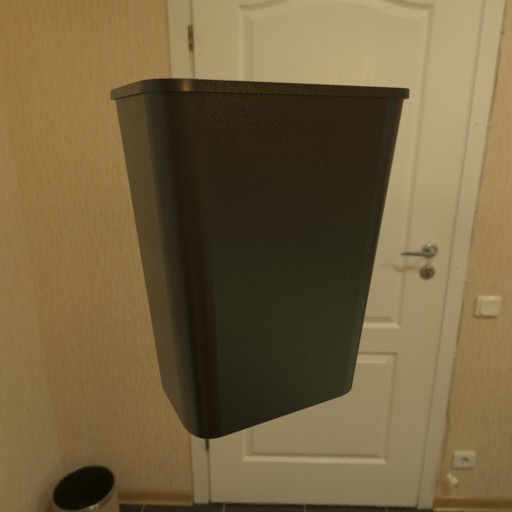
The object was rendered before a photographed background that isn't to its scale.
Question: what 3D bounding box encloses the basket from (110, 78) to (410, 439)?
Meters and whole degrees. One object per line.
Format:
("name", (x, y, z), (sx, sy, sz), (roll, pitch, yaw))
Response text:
("basket", (0.000, 0.000, 0.742), (0.394, 0.521, 0.287), (-9, 19, -26))
